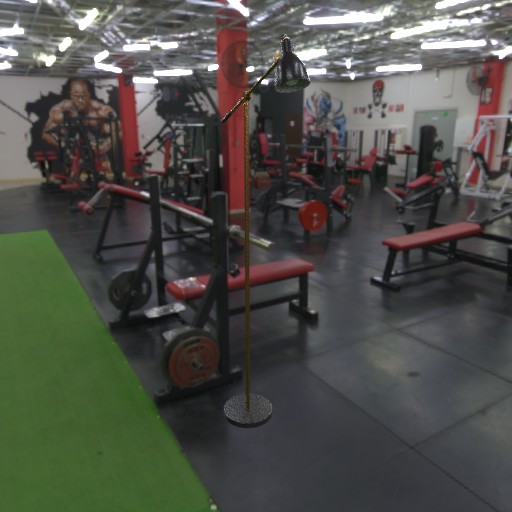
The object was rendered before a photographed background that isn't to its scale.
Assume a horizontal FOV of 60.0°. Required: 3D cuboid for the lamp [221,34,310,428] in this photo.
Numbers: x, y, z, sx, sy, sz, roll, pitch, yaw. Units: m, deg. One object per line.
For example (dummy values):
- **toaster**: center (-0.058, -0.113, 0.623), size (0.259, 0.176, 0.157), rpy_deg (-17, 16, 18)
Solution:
- **lamp**: center (0.000, 0.000, 1.856), size (0.235, 1.628, 0.618), rpy_deg (-9, 18, -27)
